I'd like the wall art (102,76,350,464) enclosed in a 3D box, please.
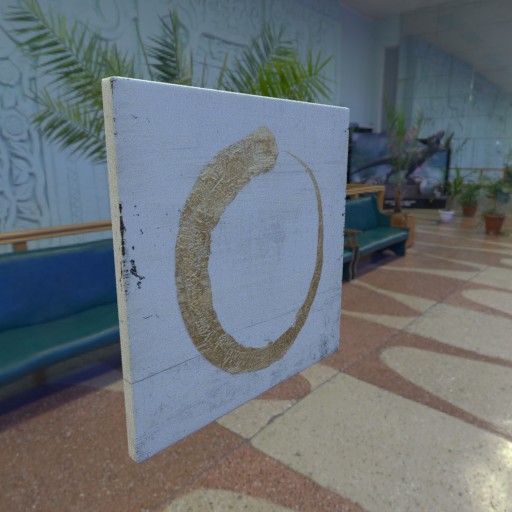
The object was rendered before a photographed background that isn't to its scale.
[{"bbox_3d":[0.000,0.000,1.120,0.038,0.762,0.762,12,18,42],"label":"wall art"}]
